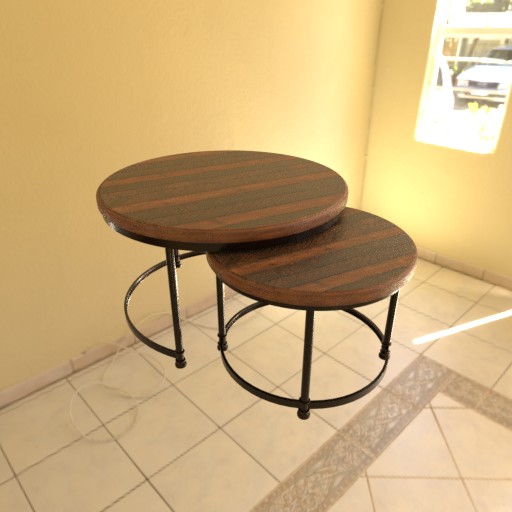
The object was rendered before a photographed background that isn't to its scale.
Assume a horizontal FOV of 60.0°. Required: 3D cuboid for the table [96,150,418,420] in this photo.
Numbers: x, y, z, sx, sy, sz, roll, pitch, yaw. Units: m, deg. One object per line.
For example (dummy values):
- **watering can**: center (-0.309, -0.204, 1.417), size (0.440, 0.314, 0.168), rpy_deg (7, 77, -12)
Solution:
- **table**: center (0.000, 0.000, 1.617), size (1.152, 0.516, 0.870), rpy_deg (19, 33, 32)
